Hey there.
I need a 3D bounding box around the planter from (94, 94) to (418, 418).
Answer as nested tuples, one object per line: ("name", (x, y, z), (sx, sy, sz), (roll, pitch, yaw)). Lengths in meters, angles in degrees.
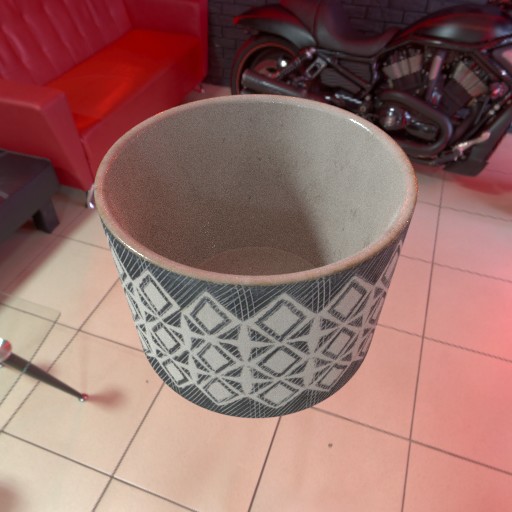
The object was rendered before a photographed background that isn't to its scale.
("planter", (0.000, 0.000, 0.215), (0.126, 0.104, 0.126), (0, 45, 0))
